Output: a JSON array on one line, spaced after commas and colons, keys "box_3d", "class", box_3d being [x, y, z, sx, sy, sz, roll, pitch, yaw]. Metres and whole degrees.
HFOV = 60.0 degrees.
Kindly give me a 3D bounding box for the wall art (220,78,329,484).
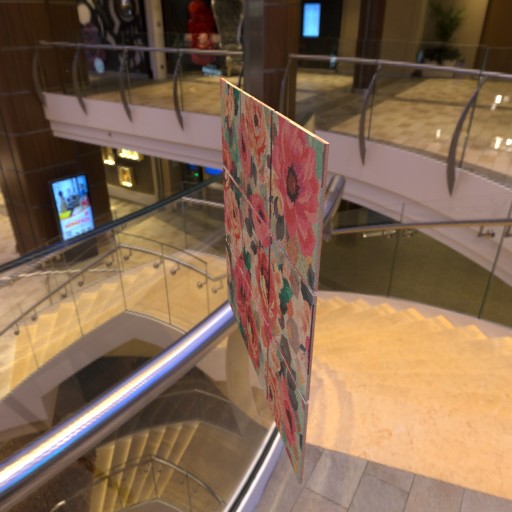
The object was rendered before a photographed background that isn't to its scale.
[{"box_3d": [0.000, 0.000, 1.810, 0.013, 1.220, 1.216, -7, 29, -13], "class": "wall art"}]
